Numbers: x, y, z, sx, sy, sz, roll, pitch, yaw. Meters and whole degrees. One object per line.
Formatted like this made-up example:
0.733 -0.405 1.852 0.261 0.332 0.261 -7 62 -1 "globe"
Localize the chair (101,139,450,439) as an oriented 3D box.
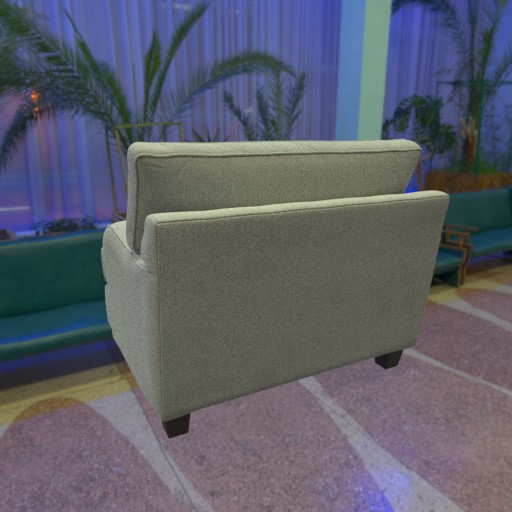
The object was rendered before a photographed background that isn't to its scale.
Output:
0.000 0.000 1.989 1.220 1.016 1.041 -8 18 -27 "chair"
